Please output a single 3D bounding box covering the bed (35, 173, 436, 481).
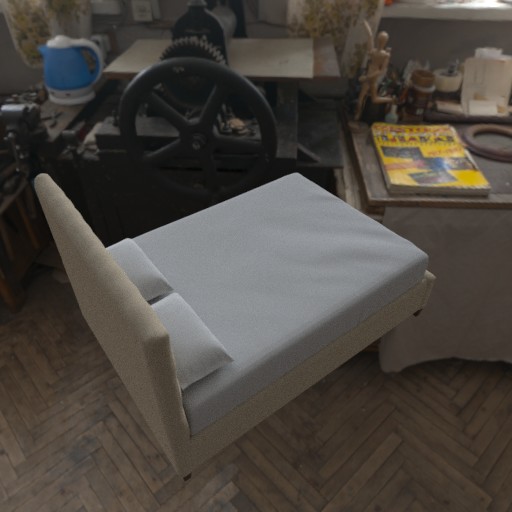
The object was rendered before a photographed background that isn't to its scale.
[{"bbox_3d":[0.000,0.000,3.345,2.387,1.427,1.698,-26,47,-27],"label":"bed"}]
